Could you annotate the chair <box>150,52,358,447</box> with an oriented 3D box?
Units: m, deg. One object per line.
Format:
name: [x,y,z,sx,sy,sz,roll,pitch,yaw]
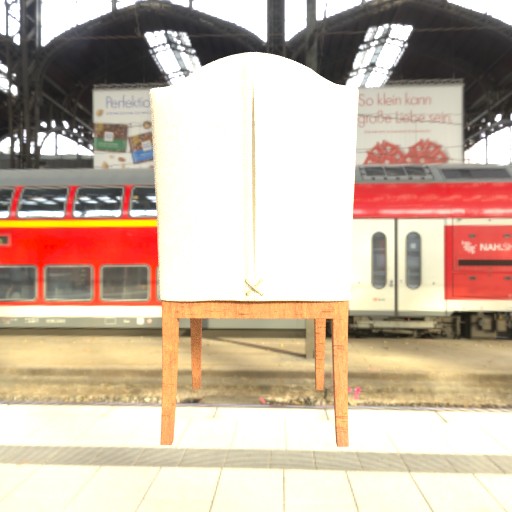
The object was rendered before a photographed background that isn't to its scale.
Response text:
chair: [0.000,0.000,1.399,0.534,1.012,0.648,0,0,1]
